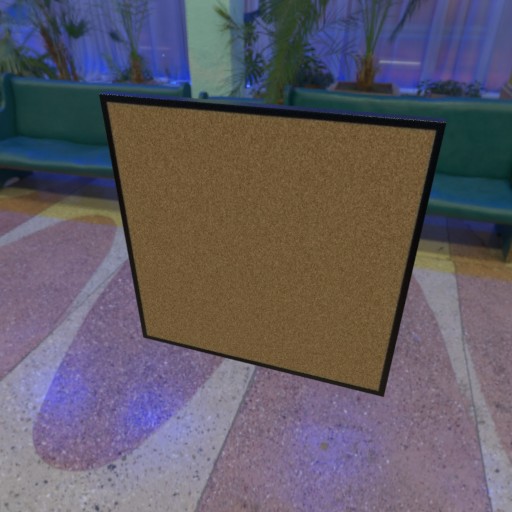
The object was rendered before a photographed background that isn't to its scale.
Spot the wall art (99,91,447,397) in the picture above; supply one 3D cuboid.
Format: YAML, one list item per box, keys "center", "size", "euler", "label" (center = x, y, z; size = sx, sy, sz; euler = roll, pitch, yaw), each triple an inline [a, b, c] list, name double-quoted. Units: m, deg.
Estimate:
- center: [0.000, 0.000, 0.526]
  size: [0.349, 0.349, 0.014]
  euler: [10, 34, 15]
  label: "wall art"
